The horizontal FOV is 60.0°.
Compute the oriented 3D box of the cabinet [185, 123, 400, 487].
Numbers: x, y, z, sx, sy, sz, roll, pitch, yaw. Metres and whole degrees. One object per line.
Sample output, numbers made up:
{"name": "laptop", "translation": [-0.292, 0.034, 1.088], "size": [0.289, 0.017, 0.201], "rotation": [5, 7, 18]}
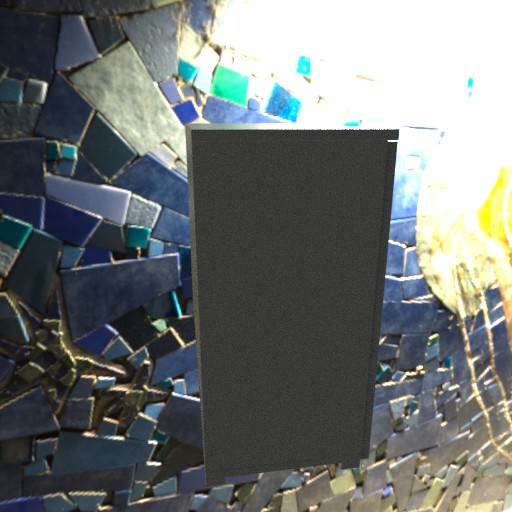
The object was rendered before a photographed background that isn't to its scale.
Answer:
{"name": "cabinet", "translation": [0.000, 0.000, 1.414], "size": [0.400, 0.800, 1.000], "rotation": [-3, 17, -9]}
